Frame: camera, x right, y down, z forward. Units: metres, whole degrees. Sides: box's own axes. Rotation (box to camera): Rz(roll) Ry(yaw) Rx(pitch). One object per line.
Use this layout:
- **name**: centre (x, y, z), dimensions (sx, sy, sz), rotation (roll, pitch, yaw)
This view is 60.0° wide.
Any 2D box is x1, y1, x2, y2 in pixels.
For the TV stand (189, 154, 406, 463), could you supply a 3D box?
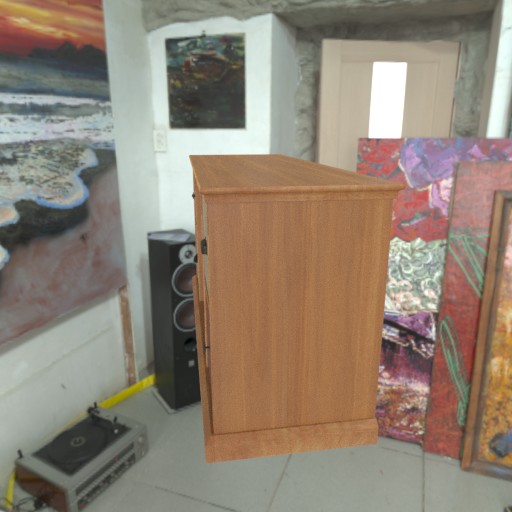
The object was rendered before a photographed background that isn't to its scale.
- **TV stand**: centre (0.000, 0.000, 1.493), dimensions (0.417, 0.607, 1.181), rotation (-3, 16, -9)
